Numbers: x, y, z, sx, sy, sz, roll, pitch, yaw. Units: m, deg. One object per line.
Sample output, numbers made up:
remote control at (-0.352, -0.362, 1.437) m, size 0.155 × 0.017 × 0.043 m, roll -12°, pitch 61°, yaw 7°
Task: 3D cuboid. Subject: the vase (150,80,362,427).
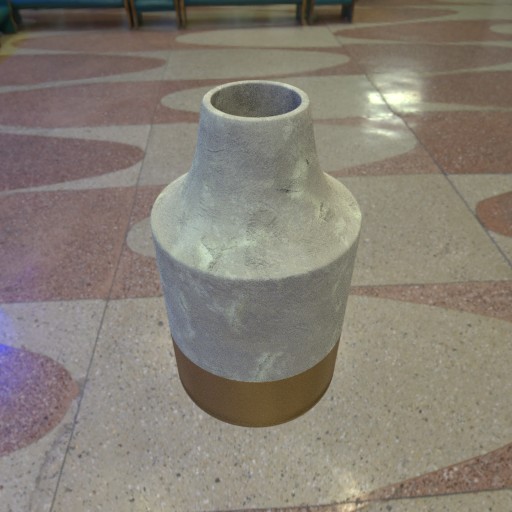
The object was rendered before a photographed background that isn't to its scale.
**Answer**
vase at (0.000, 0.000, 0.424) m, size 0.184 × 0.305 × 0.184 m, roll 0°, pitch 40°, yaw 0°
